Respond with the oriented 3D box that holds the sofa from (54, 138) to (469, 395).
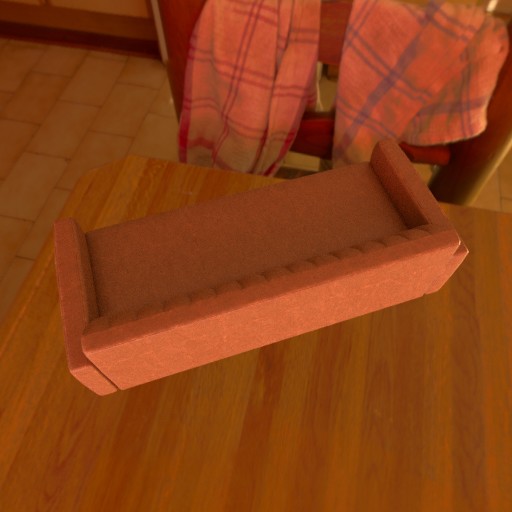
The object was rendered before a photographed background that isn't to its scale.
[{"bbox_3d":[0.000,0.000,2.768,2.291,0.821,0.990,-16,60,-9],"label":"sofa"}]
